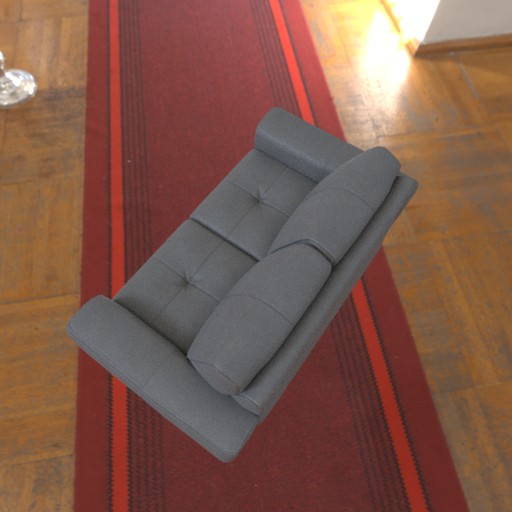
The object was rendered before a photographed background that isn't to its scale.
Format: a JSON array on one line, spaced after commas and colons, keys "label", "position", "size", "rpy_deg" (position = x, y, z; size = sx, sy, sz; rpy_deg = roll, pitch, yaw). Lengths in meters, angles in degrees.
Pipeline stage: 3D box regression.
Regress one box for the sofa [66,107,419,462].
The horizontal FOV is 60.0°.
[{"label": "sofa", "position": [0.000, 0.000, 2.367], "size": [1.018, 0.907, 1.806], "rpy_deg": [33, 67, 16]}]
